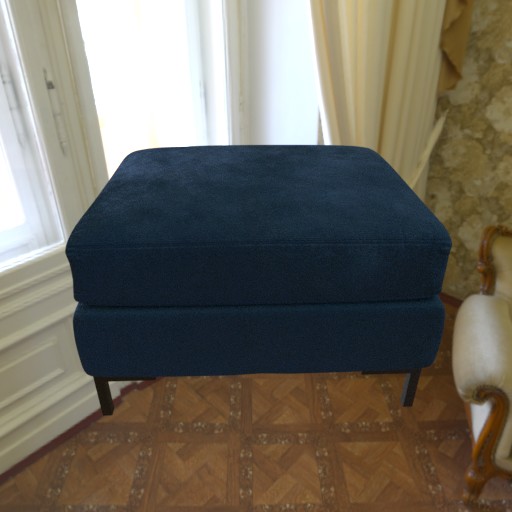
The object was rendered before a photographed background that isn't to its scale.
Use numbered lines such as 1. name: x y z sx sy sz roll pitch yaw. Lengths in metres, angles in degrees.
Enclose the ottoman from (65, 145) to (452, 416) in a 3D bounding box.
1. ottoman: 0.000 0.000 1.189 0.794 0.485 0.655 -1 30 -2
